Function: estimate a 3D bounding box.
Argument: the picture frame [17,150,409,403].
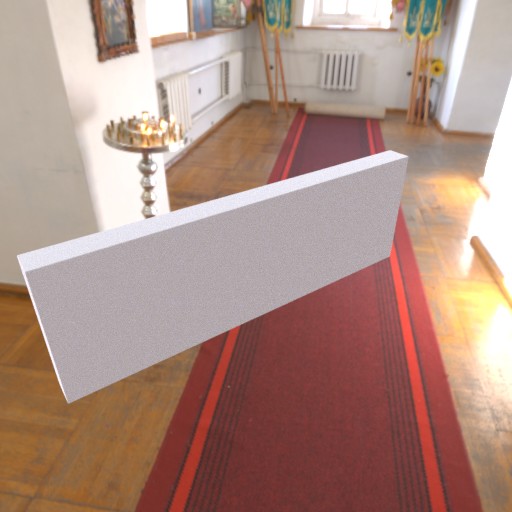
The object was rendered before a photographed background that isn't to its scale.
[{"bbox_3d":[0.000,0.000,0.835,0.759,0.250,0.050,-21,37,-30],"label":"picture frame"}]
